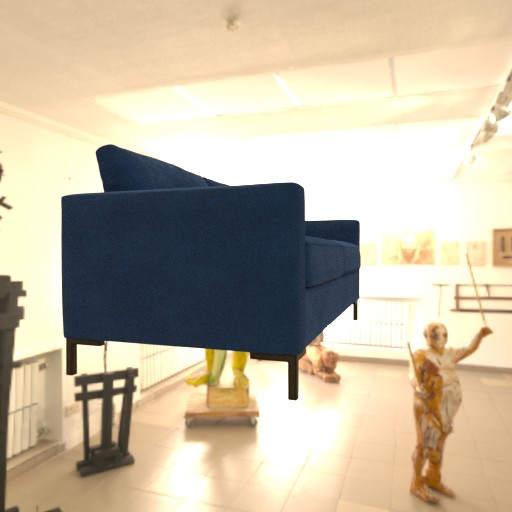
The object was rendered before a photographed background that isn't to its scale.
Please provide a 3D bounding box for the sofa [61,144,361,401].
[{"bbox_3d":[0.000,0.000,2.160,0.875,0.817,1.676,0,1,19],"label":"sofa"}]
